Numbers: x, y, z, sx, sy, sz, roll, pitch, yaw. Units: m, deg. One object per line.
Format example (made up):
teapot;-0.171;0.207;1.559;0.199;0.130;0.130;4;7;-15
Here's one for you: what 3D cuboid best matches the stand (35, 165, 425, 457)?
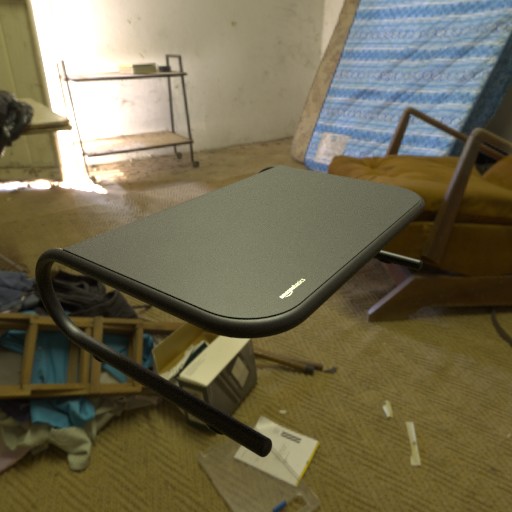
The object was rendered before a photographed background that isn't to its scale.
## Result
stand;0.000;0.000;0.503;0.280;0.108;0.370;18;31;32
